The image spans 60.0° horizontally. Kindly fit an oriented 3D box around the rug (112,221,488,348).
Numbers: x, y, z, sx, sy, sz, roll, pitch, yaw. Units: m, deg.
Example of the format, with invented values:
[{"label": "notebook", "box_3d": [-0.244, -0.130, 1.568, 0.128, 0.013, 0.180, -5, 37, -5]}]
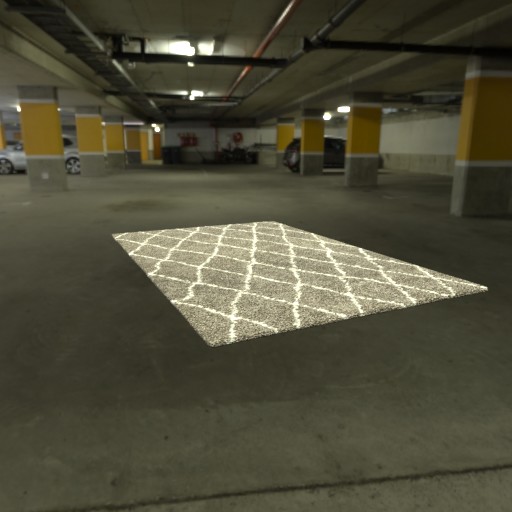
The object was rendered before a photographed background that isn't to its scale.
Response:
[{"label": "rug", "box_3d": [0.000, 0.000, 3.472, 1.778, 0.030, 2.743, -7, 15, -25]}]
